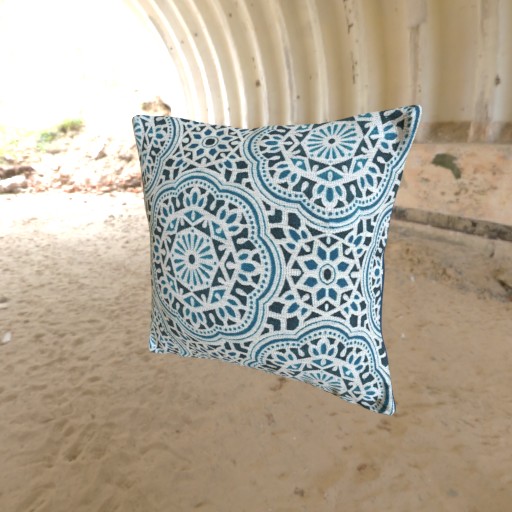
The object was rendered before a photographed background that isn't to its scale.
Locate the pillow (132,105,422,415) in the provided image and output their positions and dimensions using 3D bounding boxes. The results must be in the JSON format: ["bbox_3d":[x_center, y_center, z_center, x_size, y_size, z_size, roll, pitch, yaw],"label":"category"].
[{"bbox_3d":[0.000,0.000,0.666,0.440,0.420,0.145,8,17,25],"label":"pillow"}]
